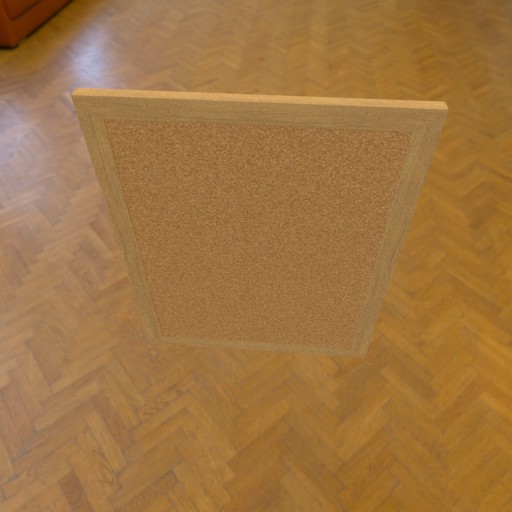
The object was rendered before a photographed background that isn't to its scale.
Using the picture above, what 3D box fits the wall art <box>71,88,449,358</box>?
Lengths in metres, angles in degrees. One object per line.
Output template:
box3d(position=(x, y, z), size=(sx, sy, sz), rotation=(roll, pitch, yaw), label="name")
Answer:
box3d(position=(0.000, 0.000, 0.747), size=(0.460, 0.561, 0.020), rotation=(3, 46, 3), label="wall art")
